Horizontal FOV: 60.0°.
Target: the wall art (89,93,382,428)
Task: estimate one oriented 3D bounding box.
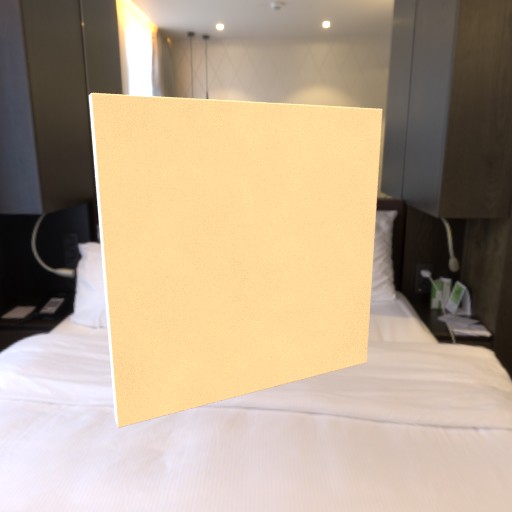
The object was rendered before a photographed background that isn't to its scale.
[{"bbox_3d":[0.000,0.000,1.162,0.762,0.762,0.040,-7,15,-26],"label":"wall art"}]
